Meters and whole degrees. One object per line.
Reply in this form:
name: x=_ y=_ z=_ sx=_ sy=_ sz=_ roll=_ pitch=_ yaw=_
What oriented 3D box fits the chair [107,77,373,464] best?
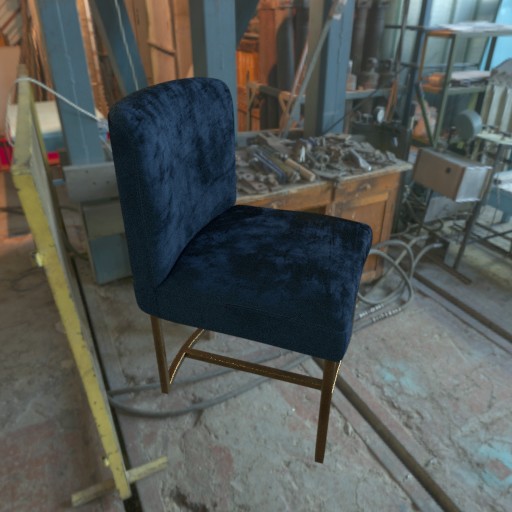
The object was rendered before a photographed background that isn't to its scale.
chair: x=0.000 y=0.000 z=1.164 sx=0.560 sy=0.824 sz=0.530 roll=10 pitch=31 yaw=16
